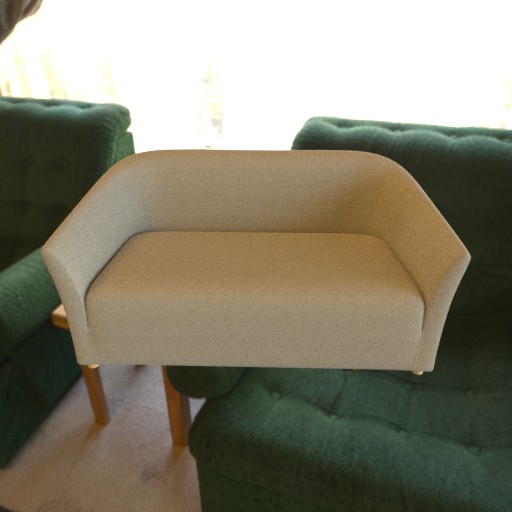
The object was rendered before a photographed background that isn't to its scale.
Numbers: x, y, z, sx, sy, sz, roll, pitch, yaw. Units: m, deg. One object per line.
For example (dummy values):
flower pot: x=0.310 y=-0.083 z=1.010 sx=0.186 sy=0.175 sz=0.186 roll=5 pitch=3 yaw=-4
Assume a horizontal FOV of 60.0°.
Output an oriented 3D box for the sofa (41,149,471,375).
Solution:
sofa: x=0.000 y=0.000 z=1.886 sx=1.452 sy=0.721 sz=0.705 roll=1 pitch=31 yaw=1
